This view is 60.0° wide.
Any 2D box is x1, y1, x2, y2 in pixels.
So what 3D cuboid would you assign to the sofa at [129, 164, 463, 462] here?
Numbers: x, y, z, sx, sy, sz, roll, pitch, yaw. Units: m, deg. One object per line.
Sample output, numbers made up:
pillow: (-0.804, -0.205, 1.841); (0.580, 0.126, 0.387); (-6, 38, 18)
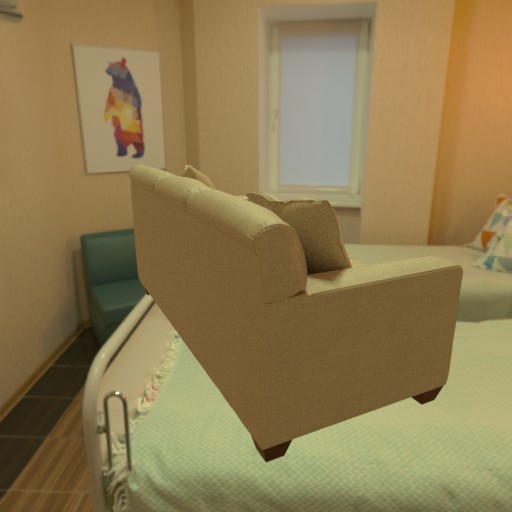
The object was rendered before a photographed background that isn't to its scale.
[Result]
sofa: (0.000, 0.000, 2.532); (0.997, 0.958, 2.024); (-8, 19, -25)
